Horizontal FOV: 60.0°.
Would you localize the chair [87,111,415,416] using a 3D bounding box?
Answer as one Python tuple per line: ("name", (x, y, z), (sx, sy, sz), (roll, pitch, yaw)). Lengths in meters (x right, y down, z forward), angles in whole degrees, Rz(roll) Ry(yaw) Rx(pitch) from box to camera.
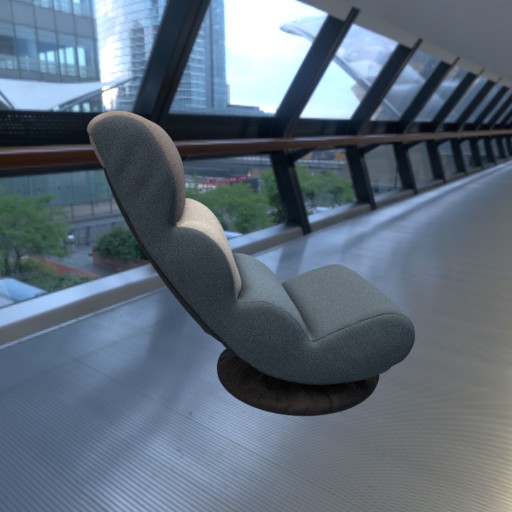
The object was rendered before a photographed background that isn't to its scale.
("chair", (0.000, 0.000, 1.060), (0.661, 0.641, 0.420), (-2, 15, -8))
